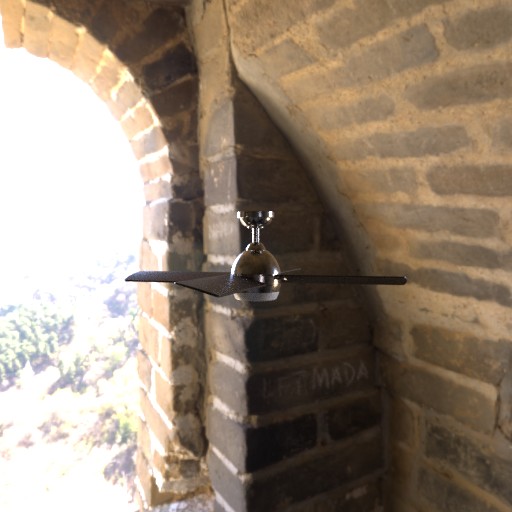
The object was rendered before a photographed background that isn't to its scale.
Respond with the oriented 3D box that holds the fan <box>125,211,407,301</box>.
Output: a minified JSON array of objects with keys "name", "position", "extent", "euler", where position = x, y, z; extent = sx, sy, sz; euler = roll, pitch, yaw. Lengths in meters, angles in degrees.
[{"name":"fan","position":[0.000,0.000,2.061],"extent":[1.332,0.403,1.332],"euler":[0,1,17]}]
